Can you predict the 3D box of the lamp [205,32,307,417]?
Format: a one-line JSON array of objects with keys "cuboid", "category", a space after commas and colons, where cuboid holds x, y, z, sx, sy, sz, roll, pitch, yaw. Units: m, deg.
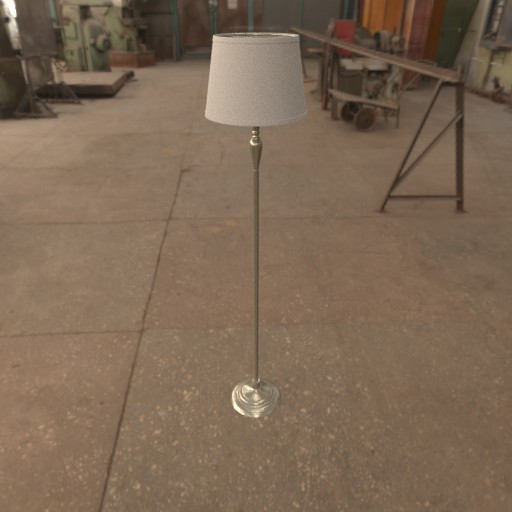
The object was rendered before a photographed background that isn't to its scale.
[{"cuboid": [0.000, 0.000, 1.686, 0.327, 1.506, 0.327, -1, 30, -1], "category": "lamp"}]
